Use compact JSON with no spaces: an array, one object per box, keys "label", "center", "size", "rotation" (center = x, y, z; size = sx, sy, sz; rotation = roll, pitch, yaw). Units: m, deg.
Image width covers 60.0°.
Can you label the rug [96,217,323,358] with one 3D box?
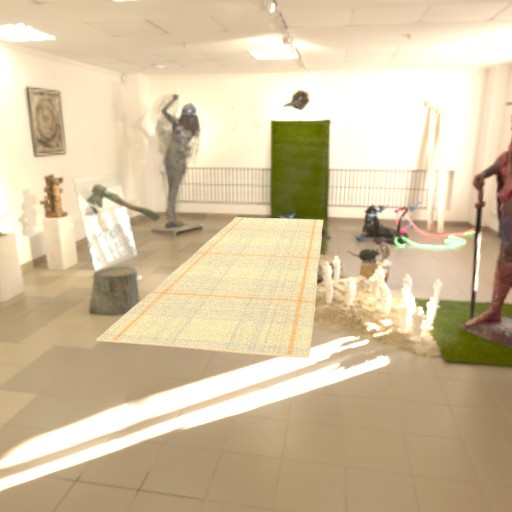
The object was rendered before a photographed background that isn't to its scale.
[{"label":"rug","center":[0.000,0.000,2.697],"size":[0.770,0.016,2.442],"rotation":[3,16,9]}]
